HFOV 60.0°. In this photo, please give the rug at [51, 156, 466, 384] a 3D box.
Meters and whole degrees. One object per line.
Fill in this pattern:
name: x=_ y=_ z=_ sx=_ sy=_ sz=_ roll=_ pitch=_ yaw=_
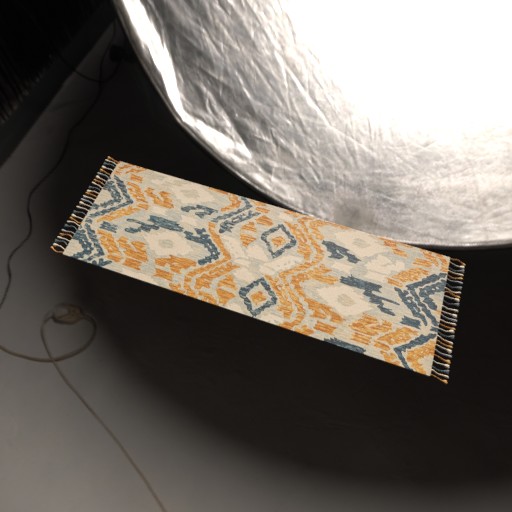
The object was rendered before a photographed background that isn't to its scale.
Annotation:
rug: x=0.000 y=0.000 z=2.709 sx=2.437 sy=0.010 sz=0.783 roll=17 pitch=65 yaw=8
